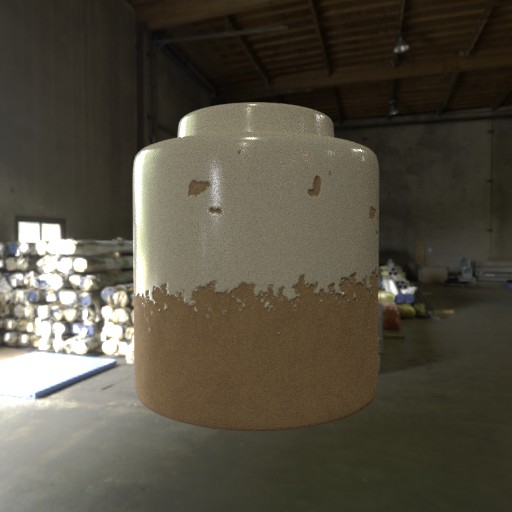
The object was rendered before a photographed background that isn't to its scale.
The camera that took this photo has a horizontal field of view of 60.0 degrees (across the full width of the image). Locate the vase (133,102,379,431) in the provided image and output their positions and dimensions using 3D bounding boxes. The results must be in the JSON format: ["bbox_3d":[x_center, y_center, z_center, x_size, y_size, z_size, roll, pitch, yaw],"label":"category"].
[{"bbox_3d":[0.000,0.000,0.286,0.153,0.167,0.153,0,2,0],"label":"vase"}]
